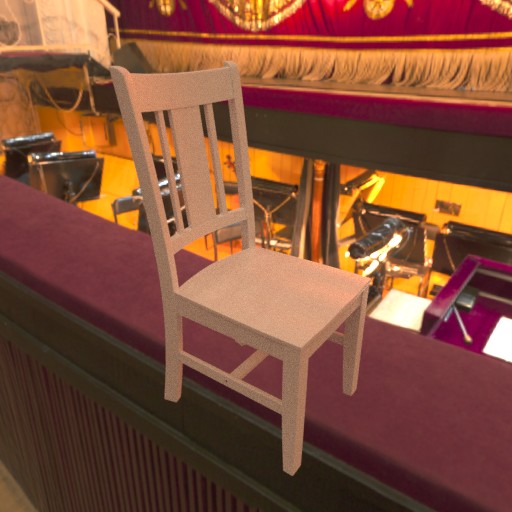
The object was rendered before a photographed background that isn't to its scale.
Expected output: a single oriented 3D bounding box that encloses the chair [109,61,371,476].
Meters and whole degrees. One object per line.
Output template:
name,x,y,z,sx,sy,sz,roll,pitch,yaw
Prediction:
chair,0.000,0.000,1.262,0.555,0.998,0.450,17,30,32
